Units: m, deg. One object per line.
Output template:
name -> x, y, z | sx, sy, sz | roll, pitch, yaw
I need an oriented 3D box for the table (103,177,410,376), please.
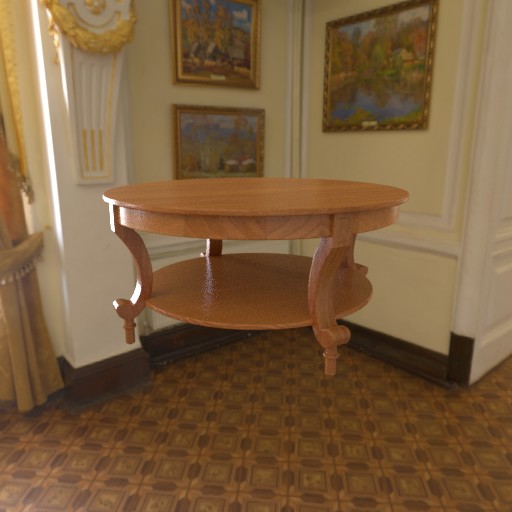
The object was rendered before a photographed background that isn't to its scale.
table -> 0.000, 0.000, 1.620 | 1.029, 0.490, 1.029 | 0, 14, 0
